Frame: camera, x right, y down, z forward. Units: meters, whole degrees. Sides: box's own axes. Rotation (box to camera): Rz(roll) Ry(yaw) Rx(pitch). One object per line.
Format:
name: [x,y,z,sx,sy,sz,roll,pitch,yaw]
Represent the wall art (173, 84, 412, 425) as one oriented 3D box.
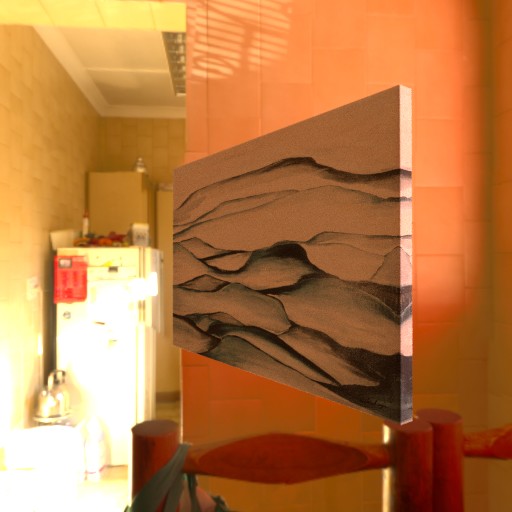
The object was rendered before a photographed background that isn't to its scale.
wall art: [0.000,0.000,1.168,0.039,0.609,0.914,0,-1,-36]
